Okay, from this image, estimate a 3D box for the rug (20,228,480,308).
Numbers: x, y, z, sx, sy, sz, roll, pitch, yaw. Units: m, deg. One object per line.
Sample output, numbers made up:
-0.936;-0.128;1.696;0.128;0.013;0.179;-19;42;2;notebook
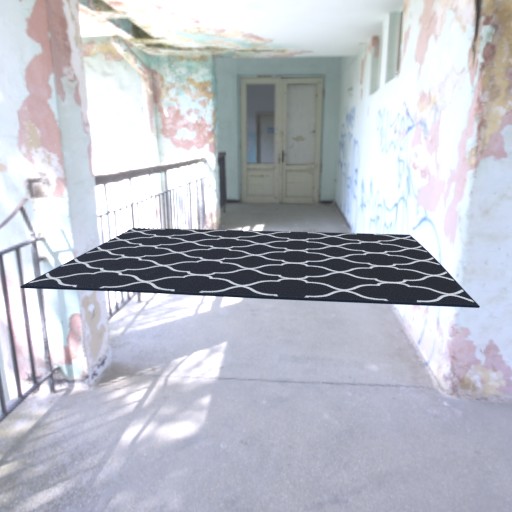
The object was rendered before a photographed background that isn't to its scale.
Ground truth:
0.000;0.000;2.898;2.290;0.014;1.526;2;15;7;rug
